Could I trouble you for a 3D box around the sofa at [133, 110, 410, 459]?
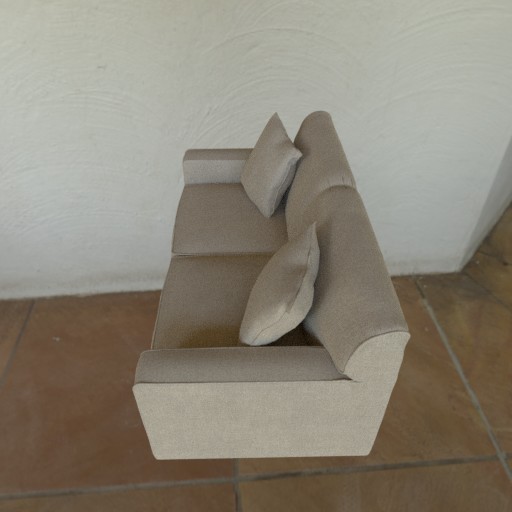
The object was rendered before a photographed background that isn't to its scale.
[{"bbox_3d":[0.000,0.000,2.385,0.998,0.958,1.846,-1,40,-1],"label":"sofa"}]
